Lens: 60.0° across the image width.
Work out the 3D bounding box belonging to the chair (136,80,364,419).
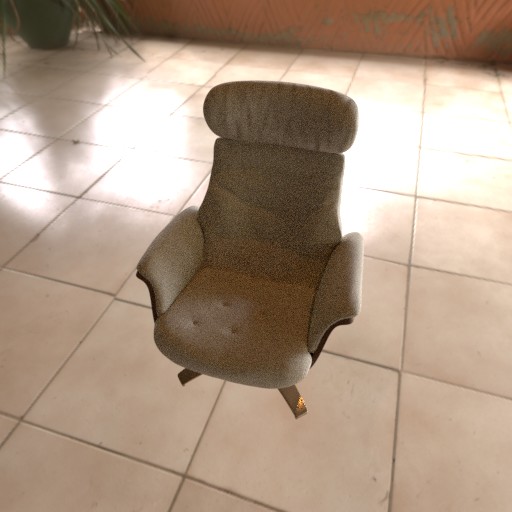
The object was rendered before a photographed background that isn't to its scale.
[{"bbox_3d":[0.000,0.000,1.606,0.785,0.995,0.837,11,42,13],"label":"chair"}]
